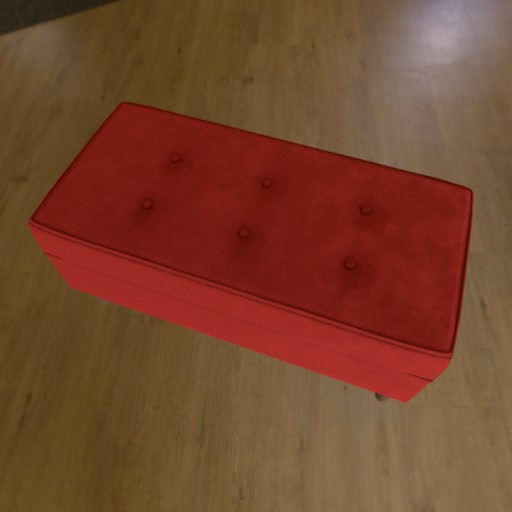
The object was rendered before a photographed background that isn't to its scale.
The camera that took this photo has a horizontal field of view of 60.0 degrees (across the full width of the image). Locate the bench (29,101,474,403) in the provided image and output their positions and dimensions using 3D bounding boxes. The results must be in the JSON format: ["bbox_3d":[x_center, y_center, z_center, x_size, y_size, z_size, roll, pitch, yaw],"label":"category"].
[{"bbox_3d":[0.000,0.000,1.267,1.016,0.471,0.492,17,60,10],"label":"bench"}]
